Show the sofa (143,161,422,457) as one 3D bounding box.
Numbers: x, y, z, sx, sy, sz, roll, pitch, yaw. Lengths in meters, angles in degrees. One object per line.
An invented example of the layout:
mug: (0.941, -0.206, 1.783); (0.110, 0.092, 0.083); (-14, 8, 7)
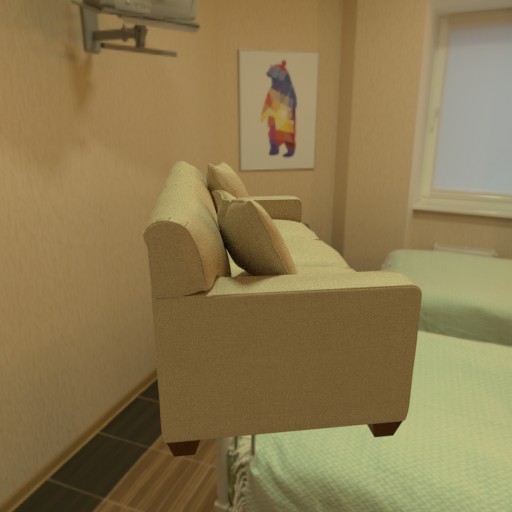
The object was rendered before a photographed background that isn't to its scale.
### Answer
sofa: (0.000, 0.000, 2.508); (0.997, 0.958, 2.024); (-2, 17, -7)
